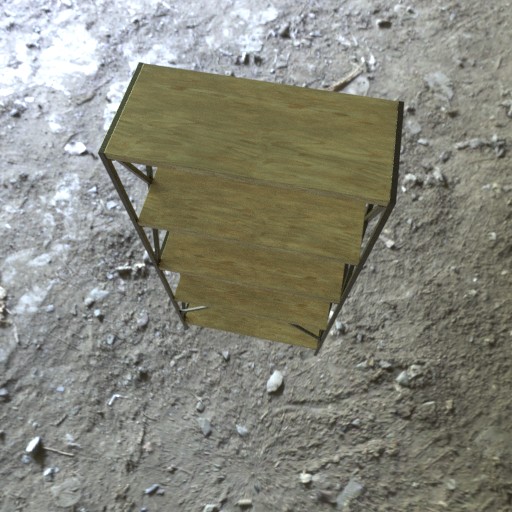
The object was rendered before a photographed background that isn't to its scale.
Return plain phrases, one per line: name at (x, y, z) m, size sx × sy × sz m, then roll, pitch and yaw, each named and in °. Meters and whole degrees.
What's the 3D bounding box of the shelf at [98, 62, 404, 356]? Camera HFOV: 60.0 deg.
shelf at (0.000, 0.000, 2.160) m, size 0.874 × 1.803 × 0.386 m, roll 11°, pitch 65°, yaw 5°
